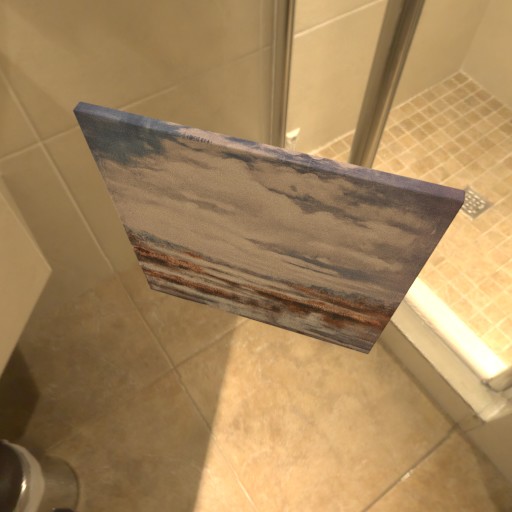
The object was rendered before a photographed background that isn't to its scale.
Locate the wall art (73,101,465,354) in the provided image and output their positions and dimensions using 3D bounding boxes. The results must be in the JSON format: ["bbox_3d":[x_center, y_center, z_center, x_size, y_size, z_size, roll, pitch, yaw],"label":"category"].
[{"bbox_3d":[0.000,0.000,1.347,0.888,0.897,0.035,15,59,9],"label":"wall art"}]
